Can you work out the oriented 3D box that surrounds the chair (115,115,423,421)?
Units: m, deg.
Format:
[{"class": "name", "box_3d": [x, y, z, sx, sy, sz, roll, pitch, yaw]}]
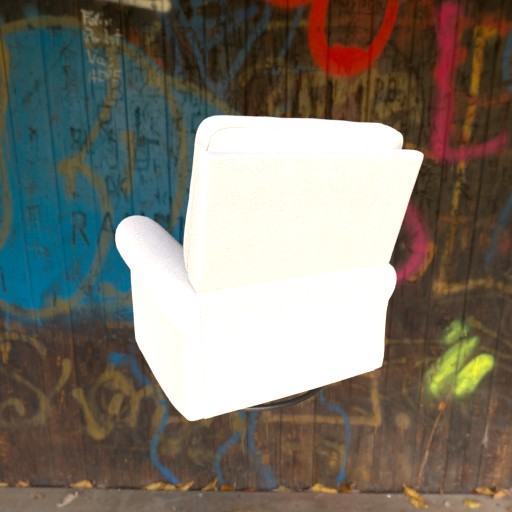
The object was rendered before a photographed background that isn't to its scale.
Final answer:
[{"class": "chair", "box_3d": [0.000, 0.000, 1.663, 0.890, 0.960, 0.878, -7, 16, -26]}]
